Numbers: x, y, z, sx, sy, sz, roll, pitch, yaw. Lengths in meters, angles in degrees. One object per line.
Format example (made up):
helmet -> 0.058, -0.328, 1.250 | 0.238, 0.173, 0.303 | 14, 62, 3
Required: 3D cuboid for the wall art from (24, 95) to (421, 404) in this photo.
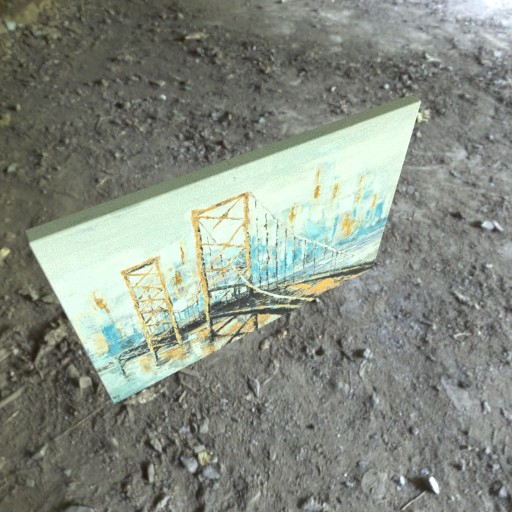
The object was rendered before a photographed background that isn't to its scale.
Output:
wall art -> 0.000, 0.000, 1.131 | 0.913, 0.609, 0.038 | -24, 52, -21
